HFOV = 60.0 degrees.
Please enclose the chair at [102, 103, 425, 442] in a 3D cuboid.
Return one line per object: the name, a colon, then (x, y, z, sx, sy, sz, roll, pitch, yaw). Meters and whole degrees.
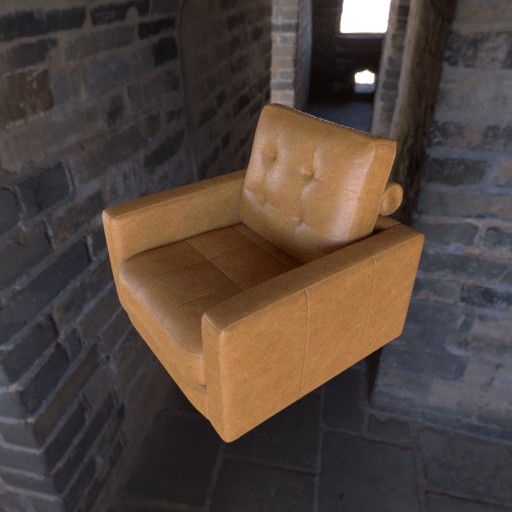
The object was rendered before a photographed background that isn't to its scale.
chair: (0.000, 0.000, 1.588, 0.868, 0.896, 0.831, -22, 38, -30)
